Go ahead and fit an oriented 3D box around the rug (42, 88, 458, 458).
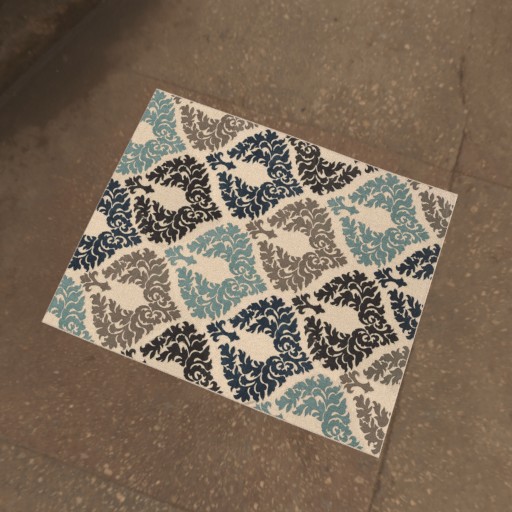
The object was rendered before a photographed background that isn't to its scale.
[{"bbox_3d":[0.000,0.000,3.935,3.040,0.014,2.423,21,78,5],"label":"rug"}]
